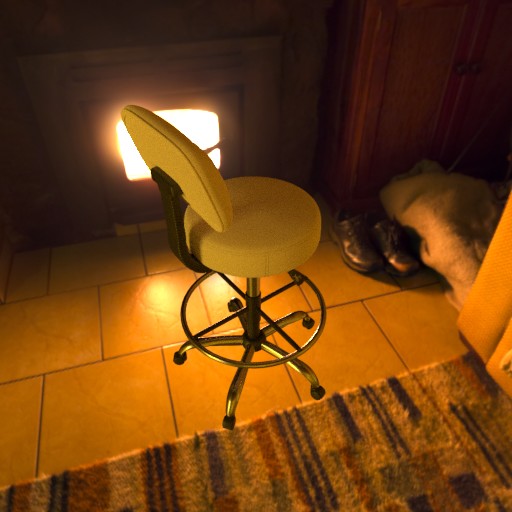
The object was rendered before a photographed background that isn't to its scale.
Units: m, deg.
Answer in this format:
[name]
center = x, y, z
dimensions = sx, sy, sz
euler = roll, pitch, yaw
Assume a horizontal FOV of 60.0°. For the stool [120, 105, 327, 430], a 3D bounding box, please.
[stool]
center = 0.000, 0.000, 1.453
dimensions = 0.616, 1.080, 0.609
euler = -26, 46, -28
